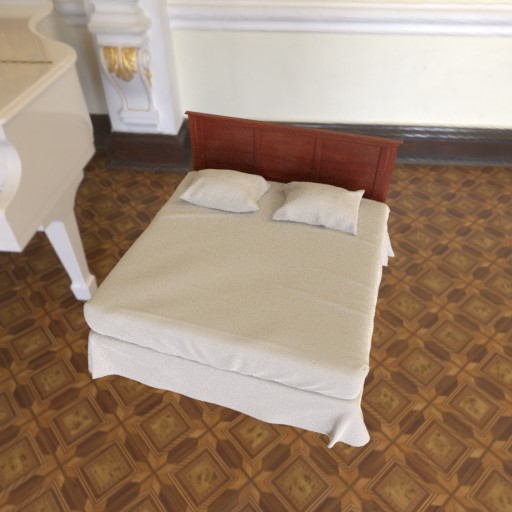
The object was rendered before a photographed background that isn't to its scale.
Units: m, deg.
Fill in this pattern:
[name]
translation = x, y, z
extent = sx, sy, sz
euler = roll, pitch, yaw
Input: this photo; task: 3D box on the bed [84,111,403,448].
[bed]
translation = 0.000, 0.000, 3.632
extent = 2.314, 1.271, 2.219
euler = 12, 44, 13
